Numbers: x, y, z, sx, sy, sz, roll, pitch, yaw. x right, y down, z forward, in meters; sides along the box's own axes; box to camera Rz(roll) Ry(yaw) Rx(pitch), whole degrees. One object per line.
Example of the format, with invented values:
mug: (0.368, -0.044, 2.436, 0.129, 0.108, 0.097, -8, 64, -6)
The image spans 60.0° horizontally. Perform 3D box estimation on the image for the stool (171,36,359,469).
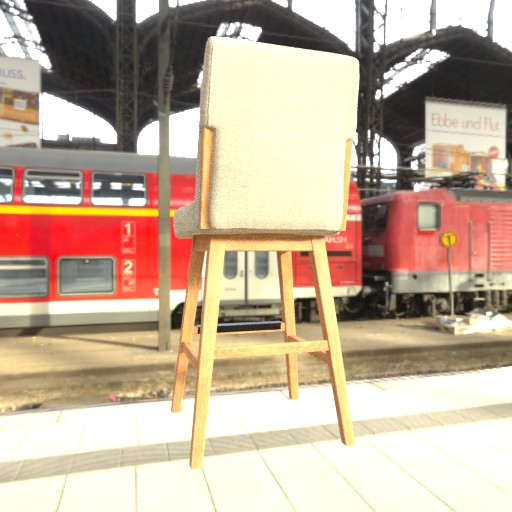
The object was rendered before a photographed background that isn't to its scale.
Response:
stool: (0.000, 0.000, 1.412, 0.483, 1.106, 0.569, 0, 1, -17)
